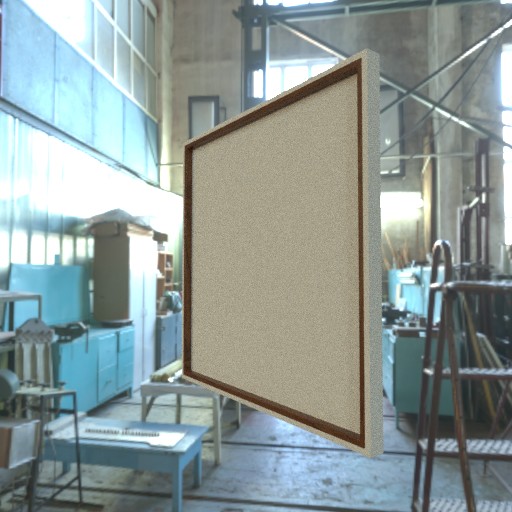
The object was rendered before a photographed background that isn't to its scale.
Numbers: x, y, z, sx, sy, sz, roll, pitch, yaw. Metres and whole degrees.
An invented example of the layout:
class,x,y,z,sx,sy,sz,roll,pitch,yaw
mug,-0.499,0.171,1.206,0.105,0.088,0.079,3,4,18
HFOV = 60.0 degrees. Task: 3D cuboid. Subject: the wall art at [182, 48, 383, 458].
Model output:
class,x,y,z,sx,sy,sz,roll,pitch,yaw
wall art,0.000,0.000,1.132,0.037,0.757,0.757,2,-3,-36
